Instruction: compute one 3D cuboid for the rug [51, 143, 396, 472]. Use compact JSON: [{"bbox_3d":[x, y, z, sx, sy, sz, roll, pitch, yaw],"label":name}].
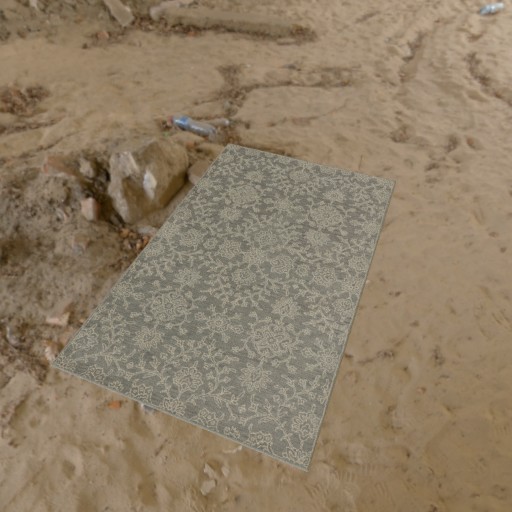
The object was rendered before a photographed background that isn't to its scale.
[{"bbox_3d":[0.000,0.000,3.072,1.515,0.010,2.430,16,49,15],"label":"rug"}]
